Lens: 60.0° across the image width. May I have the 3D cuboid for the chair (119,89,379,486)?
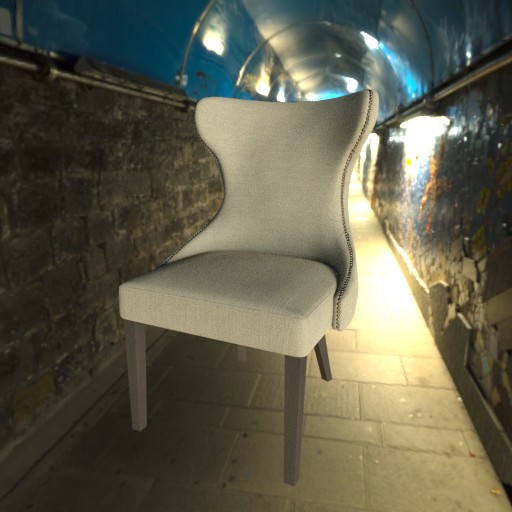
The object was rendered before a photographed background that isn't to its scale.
[{"bbox_3d":[0.000,0.000,1.341,0.628,0.967,0.635,7,16,26],"label":"chair"}]
